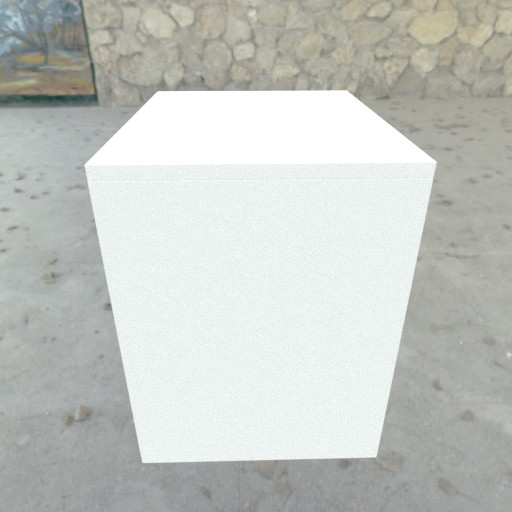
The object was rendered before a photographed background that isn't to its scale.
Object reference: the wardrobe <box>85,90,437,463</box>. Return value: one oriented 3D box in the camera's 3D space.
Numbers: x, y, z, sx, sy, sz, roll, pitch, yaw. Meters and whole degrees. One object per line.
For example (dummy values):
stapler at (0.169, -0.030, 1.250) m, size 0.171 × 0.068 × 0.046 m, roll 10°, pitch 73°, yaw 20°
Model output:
wardrobe at (0.000, 0.000, 0.847) m, size 0.400 × 0.520 × 0.500 m, roll -1°, pitch 29°, yaw -1°
